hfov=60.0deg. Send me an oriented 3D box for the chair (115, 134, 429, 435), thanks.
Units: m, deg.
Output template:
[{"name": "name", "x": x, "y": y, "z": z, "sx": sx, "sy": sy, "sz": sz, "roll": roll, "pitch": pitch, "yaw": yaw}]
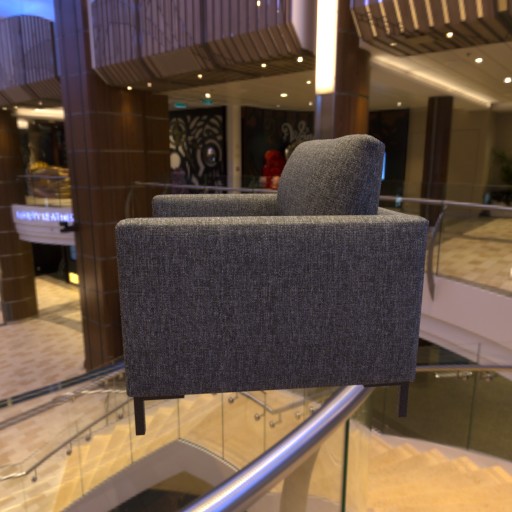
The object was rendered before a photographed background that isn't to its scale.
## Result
[{"name": "chair", "x": 0.000, "y": 0.000, "z": 1.659, "sx": 0.866, "sy": 0.861, "sz": 0.963, "roll": -1, "pitch": 12, "yaw": -6}]
